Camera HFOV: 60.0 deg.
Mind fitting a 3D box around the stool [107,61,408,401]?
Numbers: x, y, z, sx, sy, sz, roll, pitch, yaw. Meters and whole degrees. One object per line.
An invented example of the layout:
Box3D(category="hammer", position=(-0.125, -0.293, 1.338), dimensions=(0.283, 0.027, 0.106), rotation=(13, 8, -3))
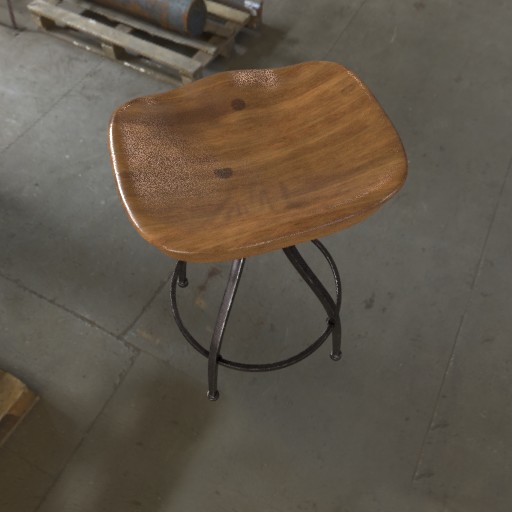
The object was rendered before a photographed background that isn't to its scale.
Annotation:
Box3D(category="stool", position=(0.000, 0.000, 0.967), dimensions=(0.432, 0.694, 0.424), rotation=(-16, 61, -9))
